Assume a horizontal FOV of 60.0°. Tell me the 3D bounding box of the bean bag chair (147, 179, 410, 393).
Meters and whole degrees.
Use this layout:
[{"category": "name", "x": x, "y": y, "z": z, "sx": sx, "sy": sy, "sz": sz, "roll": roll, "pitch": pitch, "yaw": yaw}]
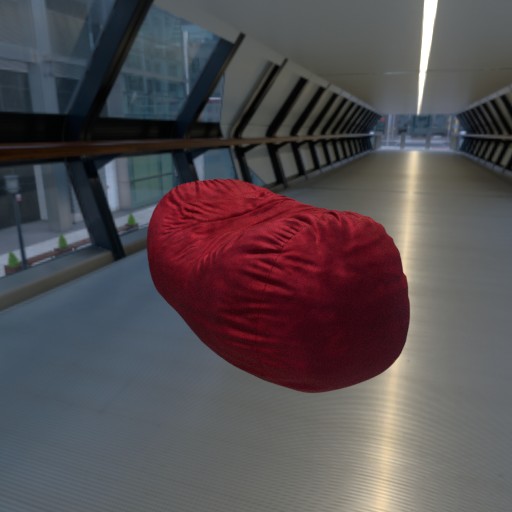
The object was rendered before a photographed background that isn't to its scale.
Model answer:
[{"category": "bean bag chair", "x": 0.000, "y": 0.000, "z": 2.941, "sx": 1.216, "sy": 0.867, "sz": 2.293, "roll": -8, "pitch": 18, "yaw": -25}]
